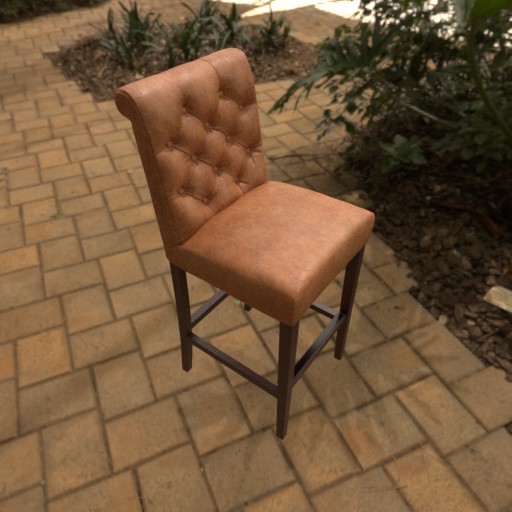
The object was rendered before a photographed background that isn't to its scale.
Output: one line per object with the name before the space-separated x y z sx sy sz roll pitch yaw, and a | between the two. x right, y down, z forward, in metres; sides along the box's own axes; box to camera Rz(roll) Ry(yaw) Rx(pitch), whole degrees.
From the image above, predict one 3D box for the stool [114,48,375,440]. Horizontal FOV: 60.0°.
stool | 0.000 0.000 1.486 0.601 1.140 0.493 26 47 27
